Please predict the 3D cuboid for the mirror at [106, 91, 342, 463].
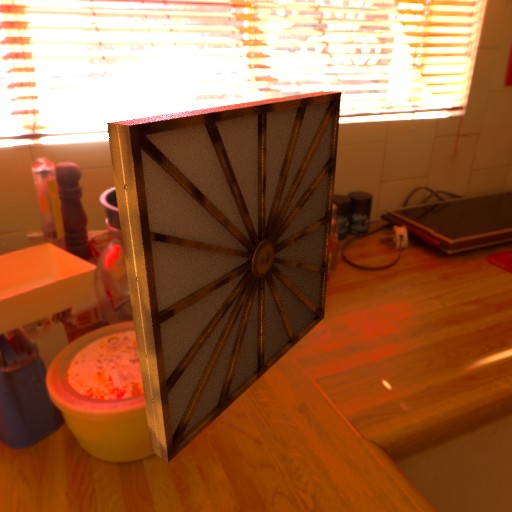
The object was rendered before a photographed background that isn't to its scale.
[{"bbox_3d":[0.000,0.000,0.775,0.042,0.507,0.509,17,30,32],"label":"mirror"}]
